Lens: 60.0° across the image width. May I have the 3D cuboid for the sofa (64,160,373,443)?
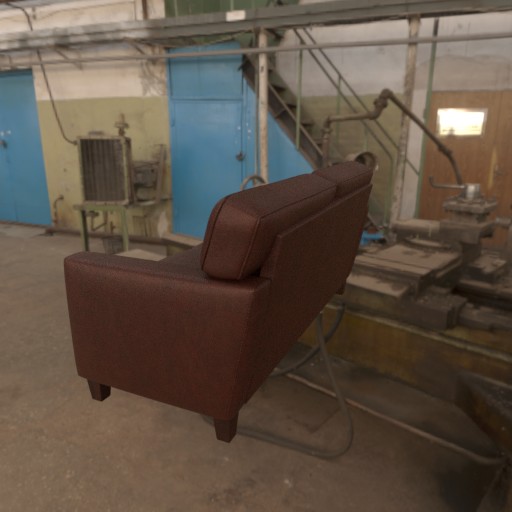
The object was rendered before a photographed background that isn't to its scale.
[{"bbox_3d":[0.000,0.000,2.400,0.912,0.928,1.876,7,18,24],"label":"sofa"}]
